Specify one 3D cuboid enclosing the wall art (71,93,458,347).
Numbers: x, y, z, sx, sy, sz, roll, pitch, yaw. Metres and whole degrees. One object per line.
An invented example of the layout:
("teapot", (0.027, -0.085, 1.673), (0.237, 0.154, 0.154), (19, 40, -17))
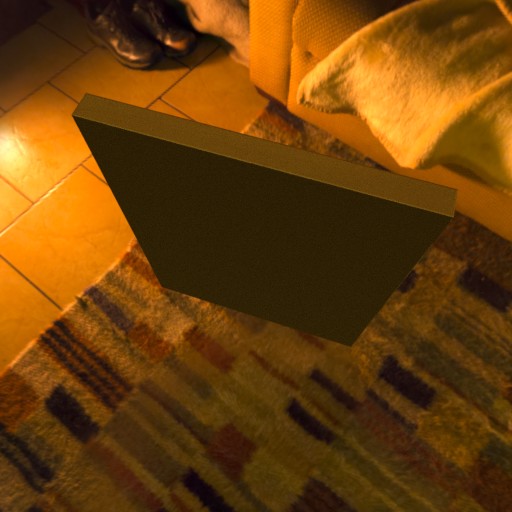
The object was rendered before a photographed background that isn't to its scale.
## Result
("wall art", (0.000, 0.000, 0.823), (0.489, 0.608, 0.040), (17, 66, 8))
